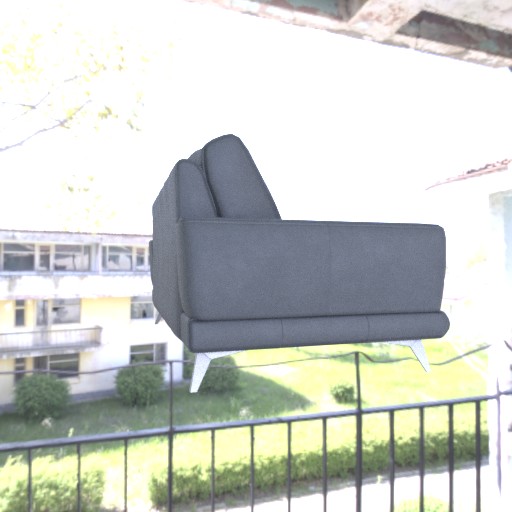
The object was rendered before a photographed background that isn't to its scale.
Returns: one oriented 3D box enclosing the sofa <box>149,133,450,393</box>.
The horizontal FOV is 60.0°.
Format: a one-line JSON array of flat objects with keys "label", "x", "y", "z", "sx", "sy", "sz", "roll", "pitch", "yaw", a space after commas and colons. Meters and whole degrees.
[{"label": "sofa", "x": 0.000, "y": 0.000, "z": 2.358, "sx": 1.018, "sy": 0.907, "sz": 1.806, "roll": 0, "pitch": -1, "yaw": -17}]
